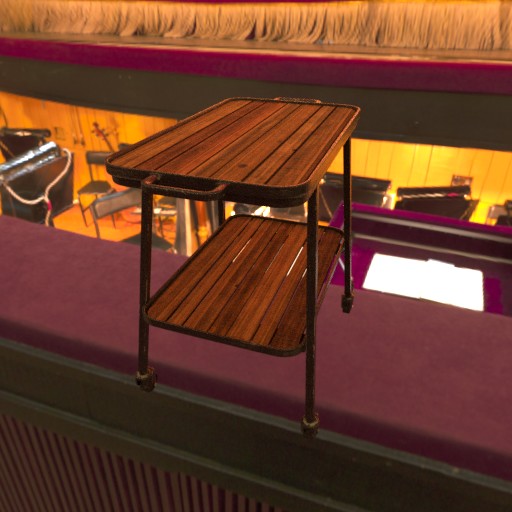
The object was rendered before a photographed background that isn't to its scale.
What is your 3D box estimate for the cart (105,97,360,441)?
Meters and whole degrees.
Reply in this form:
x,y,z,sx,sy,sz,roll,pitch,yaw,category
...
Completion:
x,y,z,sx,sy,sz,roll,pitch,yaw,category
0.000,0.000,1.228,0.515,0.700,0.806,10,32,17,cart
